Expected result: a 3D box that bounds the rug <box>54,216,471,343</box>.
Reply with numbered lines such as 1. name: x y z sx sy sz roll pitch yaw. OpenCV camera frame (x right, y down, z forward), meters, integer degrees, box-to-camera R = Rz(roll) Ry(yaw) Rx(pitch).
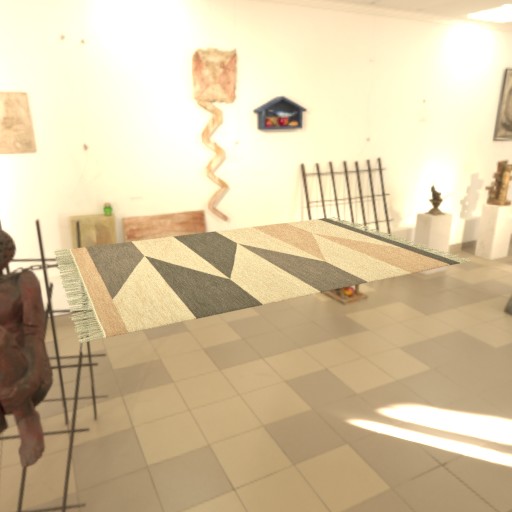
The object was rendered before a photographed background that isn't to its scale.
1. rug: 0.000 0.000 2.481 2.021 0.027 1.224 -9 20 -26
